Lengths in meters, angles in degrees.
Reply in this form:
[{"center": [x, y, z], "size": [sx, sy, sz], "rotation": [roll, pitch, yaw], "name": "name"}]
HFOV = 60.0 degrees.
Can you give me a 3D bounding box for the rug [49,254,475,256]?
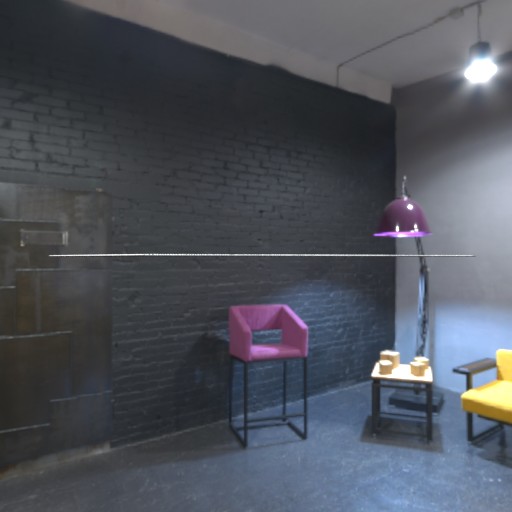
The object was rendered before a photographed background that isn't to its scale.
[{"center": [0.000, 0.000, 4.003], "size": [3.048, 0.012, 2.438], "rotation": [0, 0, -35], "name": "rug"}]
